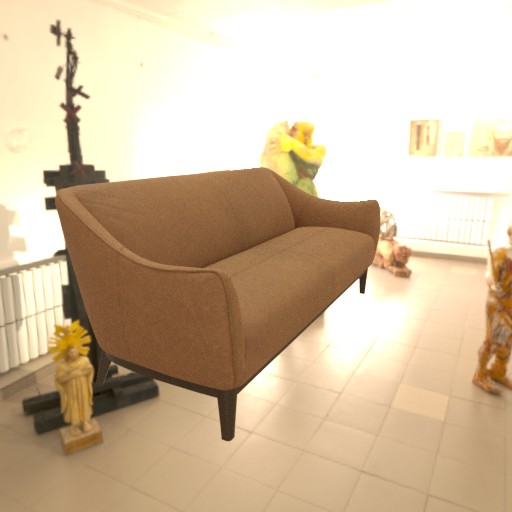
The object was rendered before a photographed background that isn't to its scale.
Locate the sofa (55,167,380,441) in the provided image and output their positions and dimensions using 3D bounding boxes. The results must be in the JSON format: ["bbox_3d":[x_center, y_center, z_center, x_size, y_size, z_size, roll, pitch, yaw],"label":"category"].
[{"bbox_3d":[0.000,0.000,2.329,0.869,0.830,1.928,8,16,27],"label":"sofa"}]
